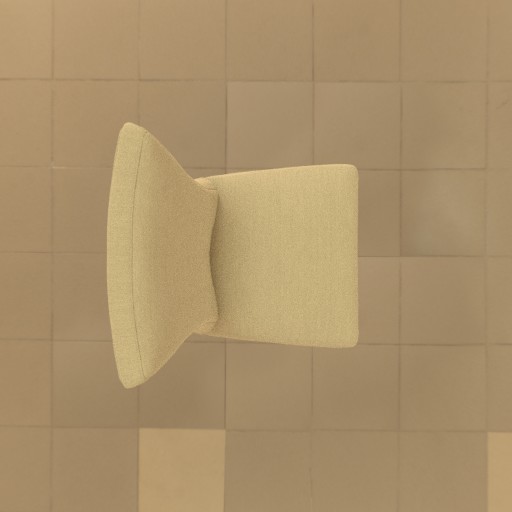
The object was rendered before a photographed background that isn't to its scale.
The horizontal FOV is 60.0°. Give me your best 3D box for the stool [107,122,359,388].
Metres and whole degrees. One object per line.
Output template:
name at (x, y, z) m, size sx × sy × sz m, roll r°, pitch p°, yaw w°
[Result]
stool at (0.000, 0.000, 1.323) m, size 0.574 × 1.000 × 0.514 m, roll 0°, pitch 90°, yaw 0°
